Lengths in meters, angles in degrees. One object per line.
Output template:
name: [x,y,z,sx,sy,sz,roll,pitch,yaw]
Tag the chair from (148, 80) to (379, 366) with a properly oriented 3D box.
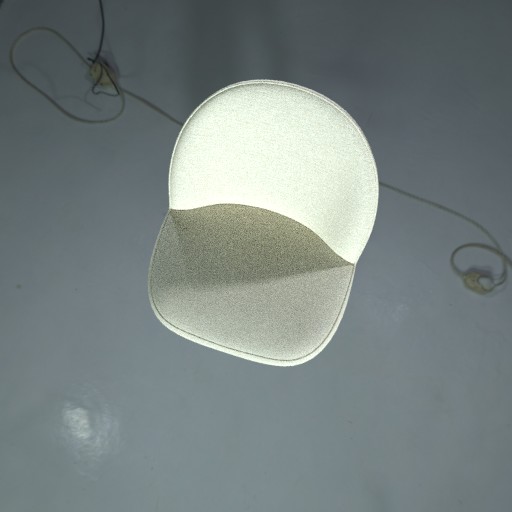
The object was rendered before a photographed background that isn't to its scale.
chair: [0.000,0.000,1.212,0.532,0.838,0.540,17,77,4]
